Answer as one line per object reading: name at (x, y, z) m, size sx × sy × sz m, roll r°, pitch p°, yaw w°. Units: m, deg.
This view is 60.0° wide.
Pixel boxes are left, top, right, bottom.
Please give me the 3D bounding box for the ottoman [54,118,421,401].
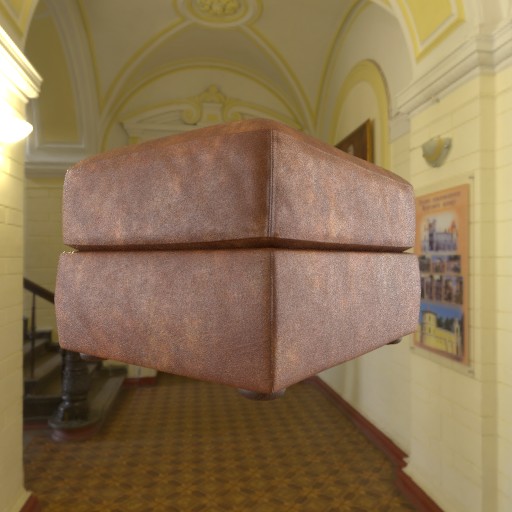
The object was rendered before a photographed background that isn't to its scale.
ottoman at (0.000, 0.000, 1.108) m, size 0.603 × 0.476 × 0.751 m, roll 0°, pitch 0°, yaw 37°
